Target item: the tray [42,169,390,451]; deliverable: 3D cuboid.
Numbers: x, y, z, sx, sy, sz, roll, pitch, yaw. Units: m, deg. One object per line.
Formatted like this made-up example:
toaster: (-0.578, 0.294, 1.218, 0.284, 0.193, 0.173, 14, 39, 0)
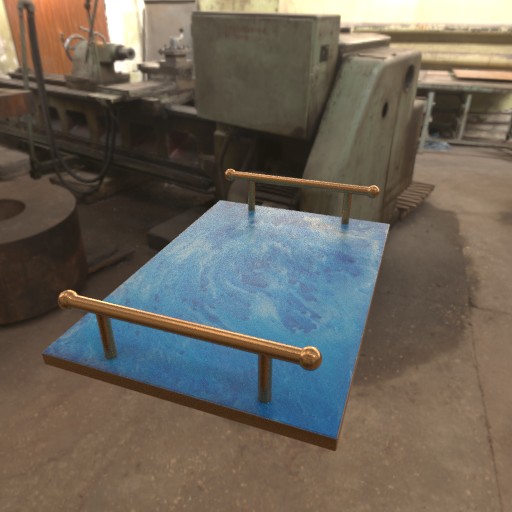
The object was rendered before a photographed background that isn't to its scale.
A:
tray: (0.000, 0.000, 0.574, 0.304, 0.084, 0.444, 10, 30, 18)
